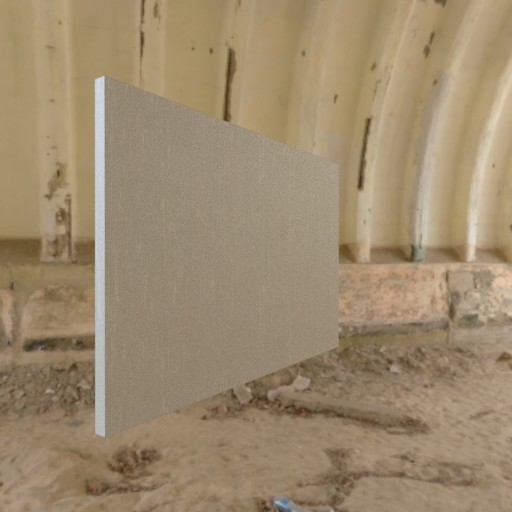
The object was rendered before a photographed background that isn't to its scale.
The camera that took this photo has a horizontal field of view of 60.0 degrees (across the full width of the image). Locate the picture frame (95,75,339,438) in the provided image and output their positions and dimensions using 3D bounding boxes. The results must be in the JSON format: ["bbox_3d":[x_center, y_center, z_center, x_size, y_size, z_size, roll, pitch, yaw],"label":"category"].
[{"bbox_3d":[0.000,0.000,1.176,0.029,0.640,0.950,0,0,36],"label":"picture frame"}]
